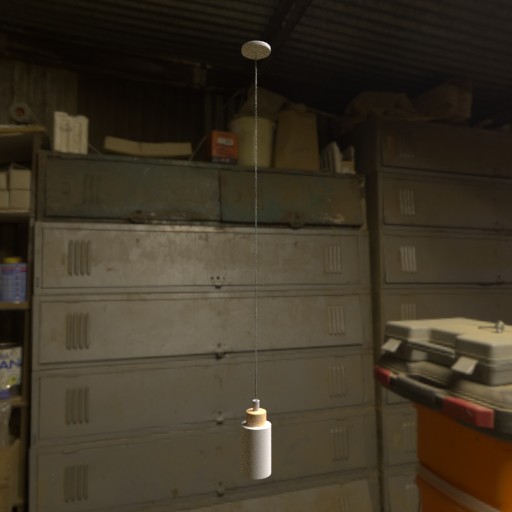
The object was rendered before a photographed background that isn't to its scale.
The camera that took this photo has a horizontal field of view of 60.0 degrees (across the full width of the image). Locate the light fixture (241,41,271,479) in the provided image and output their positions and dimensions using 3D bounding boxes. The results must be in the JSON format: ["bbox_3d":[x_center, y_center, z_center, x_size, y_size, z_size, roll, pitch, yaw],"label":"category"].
[{"bbox_3d":[0.000,0.000,1.880,0.125,1.798,0.125,1,-3,-17],"label":"light fixture"}]
